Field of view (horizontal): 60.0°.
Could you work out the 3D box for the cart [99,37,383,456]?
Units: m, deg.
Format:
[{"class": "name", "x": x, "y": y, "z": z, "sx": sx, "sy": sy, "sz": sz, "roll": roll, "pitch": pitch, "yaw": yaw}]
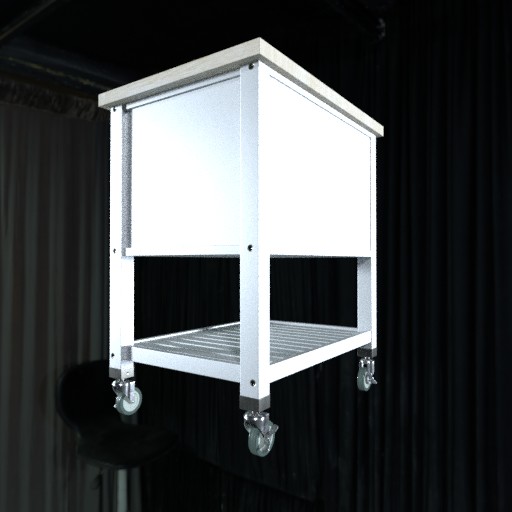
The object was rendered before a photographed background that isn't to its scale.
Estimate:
[{"class": "cart", "x": 0.000, "y": 0.000, "z": 1.404, "sx": 0.559, "sy": 0.914, "sz": 0.762, "roll": -1, "pitch": -1, "yaw": 35}]
